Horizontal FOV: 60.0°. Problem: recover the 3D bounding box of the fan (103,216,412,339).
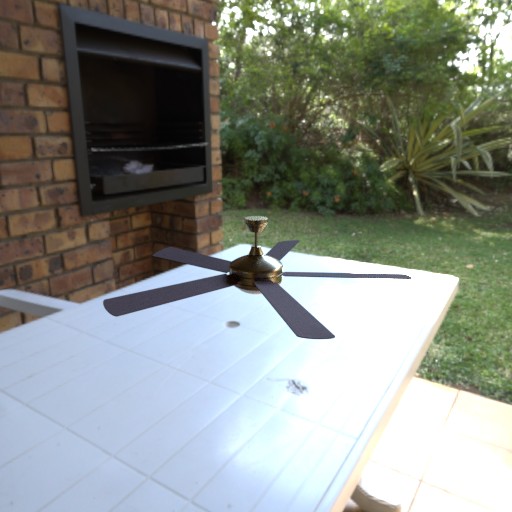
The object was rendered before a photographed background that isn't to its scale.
[{"bbox_3d":[0.000,0.000,2.049,1.321,0.356,1.321,8,18,27],"label":"fan"}]
